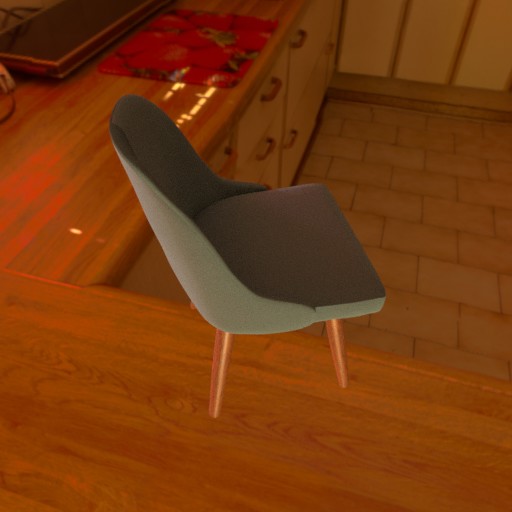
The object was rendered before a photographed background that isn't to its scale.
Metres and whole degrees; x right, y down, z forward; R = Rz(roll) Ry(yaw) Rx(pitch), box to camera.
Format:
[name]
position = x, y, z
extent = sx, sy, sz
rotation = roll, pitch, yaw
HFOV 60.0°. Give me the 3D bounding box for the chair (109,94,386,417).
[chair]
position = 0.000, 0.000, 1.225
extent = 0.589, 0.882, 0.503
rotation = -10, 47, -9
